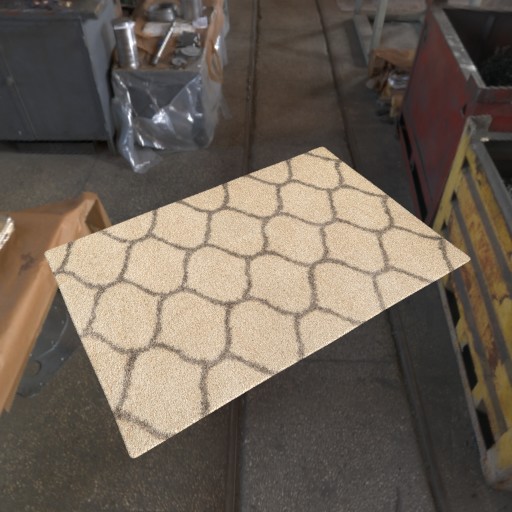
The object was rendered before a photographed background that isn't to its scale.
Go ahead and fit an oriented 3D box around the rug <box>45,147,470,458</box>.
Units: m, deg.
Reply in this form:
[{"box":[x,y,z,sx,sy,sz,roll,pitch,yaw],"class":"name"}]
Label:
[{"box":[0.000,0.000,3.362,2.701,0.026,1.801,-25,51,-22],"class":"rug"}]
